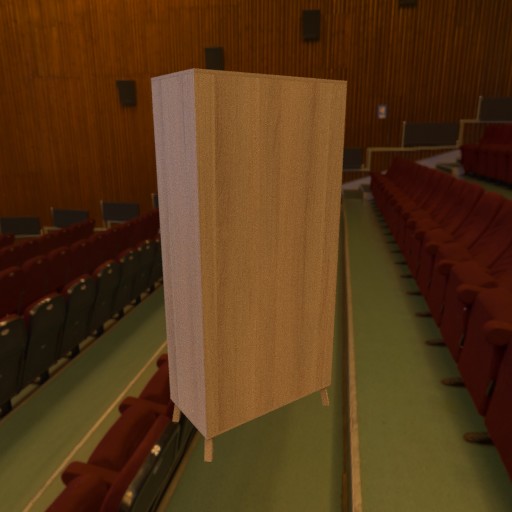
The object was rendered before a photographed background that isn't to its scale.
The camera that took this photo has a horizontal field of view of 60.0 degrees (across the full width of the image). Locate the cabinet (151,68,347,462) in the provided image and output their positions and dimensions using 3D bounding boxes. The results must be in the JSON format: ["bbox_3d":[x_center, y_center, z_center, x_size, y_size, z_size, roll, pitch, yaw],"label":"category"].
[{"bbox_3d":[0.000,0.000,2.677,0.969,1.957,1.272,3,16,9],"label":"cabinet"}]
